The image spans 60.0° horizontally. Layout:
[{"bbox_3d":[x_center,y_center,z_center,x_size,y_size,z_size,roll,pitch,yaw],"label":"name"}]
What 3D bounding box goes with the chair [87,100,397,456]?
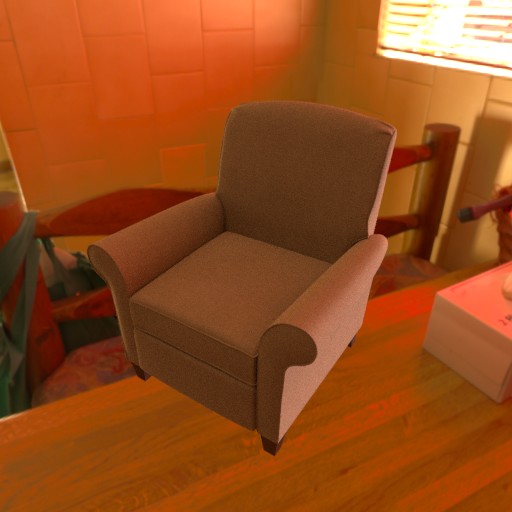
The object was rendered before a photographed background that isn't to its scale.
[{"bbox_3d":[0.000,0.000,1.802,0.978,1.061,0.905,19,35,28],"label":"chair"}]
